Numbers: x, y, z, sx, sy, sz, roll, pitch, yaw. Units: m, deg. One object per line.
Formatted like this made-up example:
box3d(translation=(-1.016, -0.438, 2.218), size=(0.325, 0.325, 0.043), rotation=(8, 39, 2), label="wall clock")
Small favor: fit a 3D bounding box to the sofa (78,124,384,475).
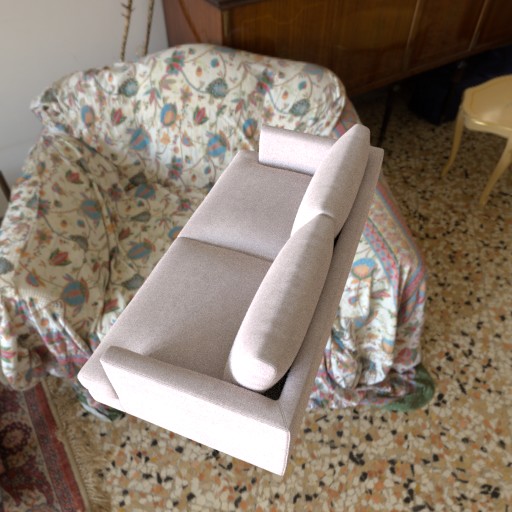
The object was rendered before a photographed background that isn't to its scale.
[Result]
box3d(translation=(0.000, 0.000, 2.487), size=(1.020, 0.868, 1.948), rotation=(16, 49, 14), label="sofa")
